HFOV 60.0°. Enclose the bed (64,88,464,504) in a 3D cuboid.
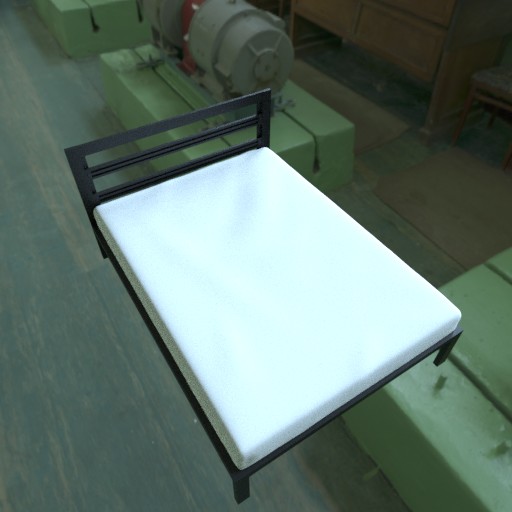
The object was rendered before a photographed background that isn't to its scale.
[{"bbox_3d":[0.000,0.000,2.776,1.524,0.967,2.062,-25,51,-22],"label":"bed"}]
